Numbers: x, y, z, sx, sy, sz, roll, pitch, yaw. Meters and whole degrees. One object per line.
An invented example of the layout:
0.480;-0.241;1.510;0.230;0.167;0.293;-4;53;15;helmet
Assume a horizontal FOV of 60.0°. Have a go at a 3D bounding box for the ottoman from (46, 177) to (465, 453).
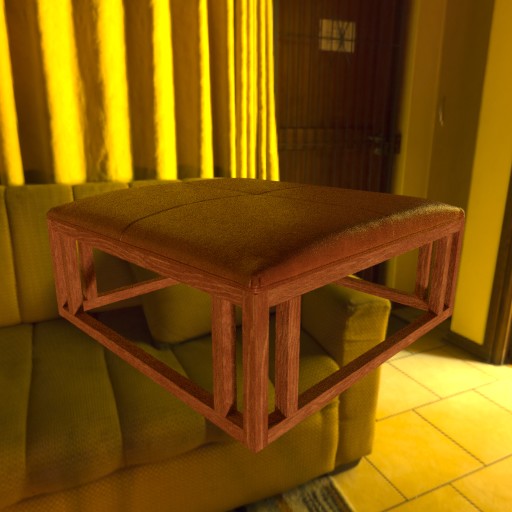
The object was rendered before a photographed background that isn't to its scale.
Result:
0.000;0.000;1.544;1.013;0.442;1.016;-16;23;-43;ottoman
